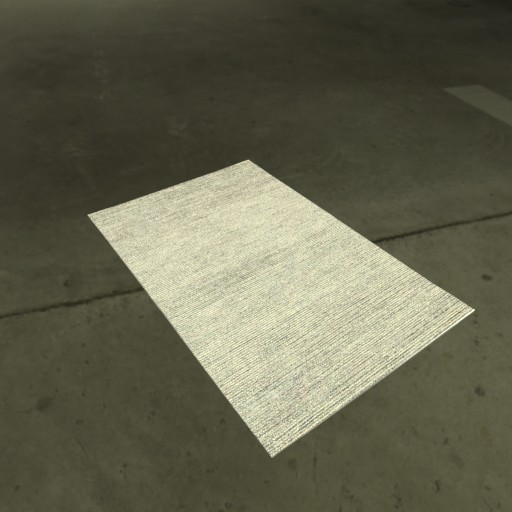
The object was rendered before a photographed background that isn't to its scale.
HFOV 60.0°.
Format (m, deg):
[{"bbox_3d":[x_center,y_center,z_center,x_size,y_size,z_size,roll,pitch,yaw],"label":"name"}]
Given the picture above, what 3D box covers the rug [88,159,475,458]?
[{"bbox_3d":[0.000,0.000,2.299,1.159,0.021,1.789,-25,45,-27],"label":"rug"}]
